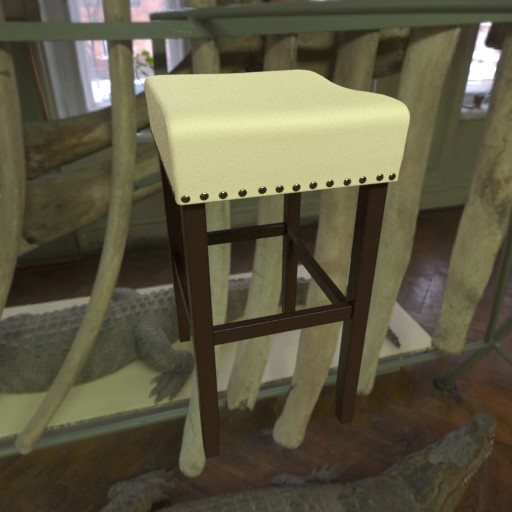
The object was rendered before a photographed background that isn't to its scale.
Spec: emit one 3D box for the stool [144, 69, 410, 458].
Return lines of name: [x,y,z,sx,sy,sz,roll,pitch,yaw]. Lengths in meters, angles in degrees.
stool: [0.000,0.000,1.046,0.401,0.762,0.471,-8,31,-14]
